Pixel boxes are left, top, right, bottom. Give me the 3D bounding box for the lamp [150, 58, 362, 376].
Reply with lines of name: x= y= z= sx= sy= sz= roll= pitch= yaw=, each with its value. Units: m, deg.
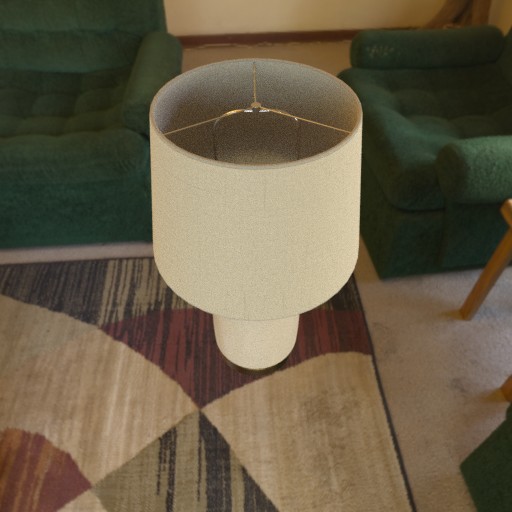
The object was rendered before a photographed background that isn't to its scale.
lamp: x=0.000 y=0.000 z=0.654 sx=0.285 sy=0.483 sz=0.285 roll=0 pitch=47 yaw=0
